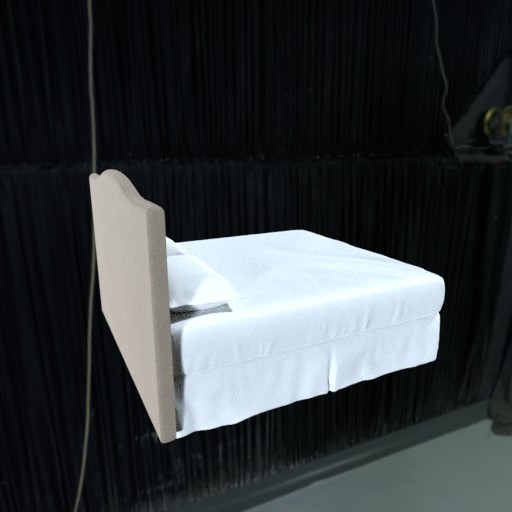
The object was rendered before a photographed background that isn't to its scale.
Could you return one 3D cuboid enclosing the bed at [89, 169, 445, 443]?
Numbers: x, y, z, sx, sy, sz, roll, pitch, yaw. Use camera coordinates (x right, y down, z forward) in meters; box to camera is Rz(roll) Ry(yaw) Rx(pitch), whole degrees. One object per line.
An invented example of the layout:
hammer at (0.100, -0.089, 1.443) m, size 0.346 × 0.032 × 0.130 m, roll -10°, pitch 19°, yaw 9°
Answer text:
bed at (0.000, 0.000, 3.541) m, size 2.182 × 1.421 × 2.083 m, roll -7°, pitch 17°, yaw -26°
